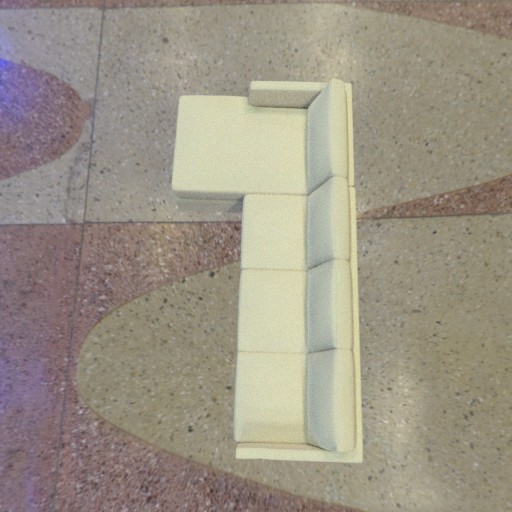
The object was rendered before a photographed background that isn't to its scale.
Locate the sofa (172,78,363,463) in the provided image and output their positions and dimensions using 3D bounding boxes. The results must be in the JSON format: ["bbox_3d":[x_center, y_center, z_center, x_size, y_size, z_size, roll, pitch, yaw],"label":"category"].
[{"bbox_3d":[0.000,0.000,3.867,1.650,0.922,3.205,2,75,0],"label":"sofa"}]
